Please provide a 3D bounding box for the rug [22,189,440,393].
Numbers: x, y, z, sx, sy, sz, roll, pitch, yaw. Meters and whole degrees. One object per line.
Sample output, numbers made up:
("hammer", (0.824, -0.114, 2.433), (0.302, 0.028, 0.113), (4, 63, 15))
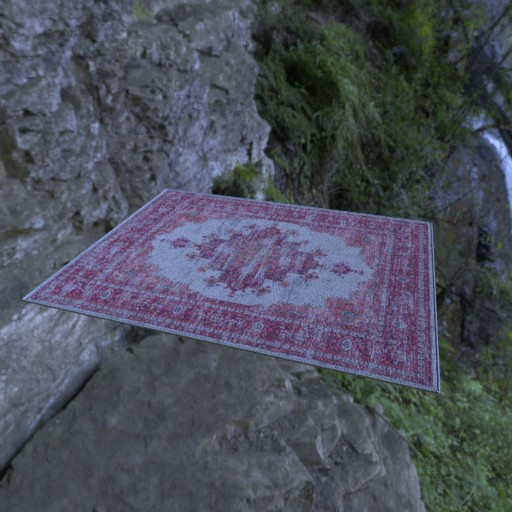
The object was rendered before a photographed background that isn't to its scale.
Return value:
("rug", (0.000, 0.000, 4.090), (3.123, 0.017, 2.447), (9, 32, 15))
